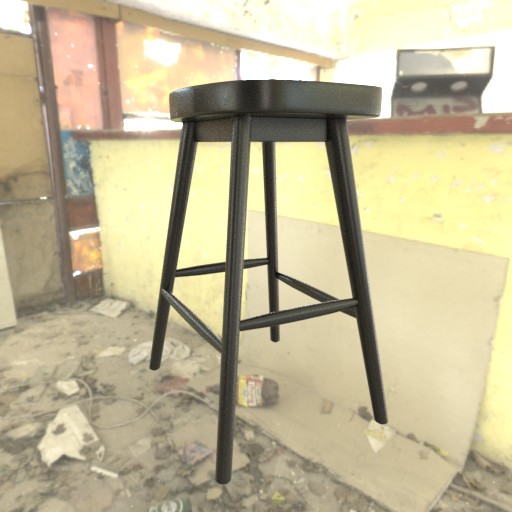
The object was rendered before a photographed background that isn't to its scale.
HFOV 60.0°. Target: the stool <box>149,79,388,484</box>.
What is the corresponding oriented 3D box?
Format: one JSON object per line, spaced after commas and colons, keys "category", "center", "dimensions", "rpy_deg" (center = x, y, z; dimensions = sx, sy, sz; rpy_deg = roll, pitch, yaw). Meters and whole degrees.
{"category": "stool", "center": [0.000, 0.000, 0.891], "dimensions": [0.361, 0.615, 0.440], "rpy_deg": [-7, 16, -27]}
